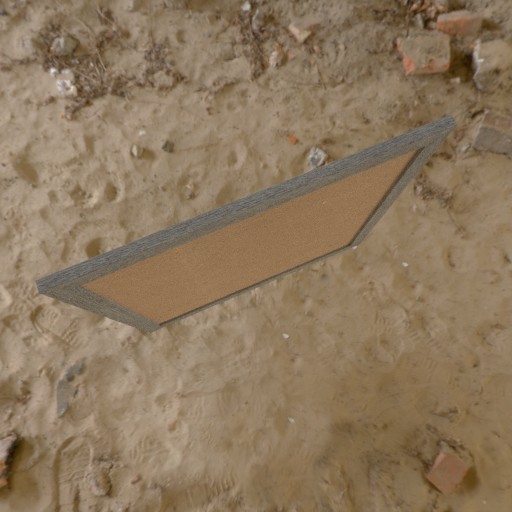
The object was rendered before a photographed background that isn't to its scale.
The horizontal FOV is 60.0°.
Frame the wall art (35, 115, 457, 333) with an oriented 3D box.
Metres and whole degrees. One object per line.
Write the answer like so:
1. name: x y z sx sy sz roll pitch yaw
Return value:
1. wall art: 0.000 0.000 1.001 0.685 0.685 0.020 -23 77 -6
